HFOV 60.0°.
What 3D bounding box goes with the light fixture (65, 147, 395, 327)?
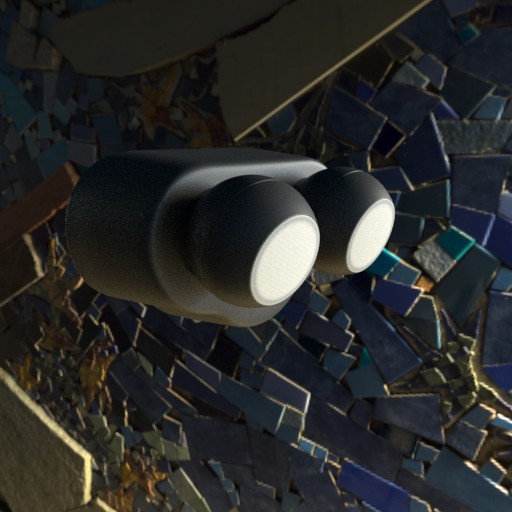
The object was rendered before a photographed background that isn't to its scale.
[{"bbox_3d":[0.000,0.000,0.346,0.159,0.159,0.229,15,21,43],"label":"light fixture"}]
